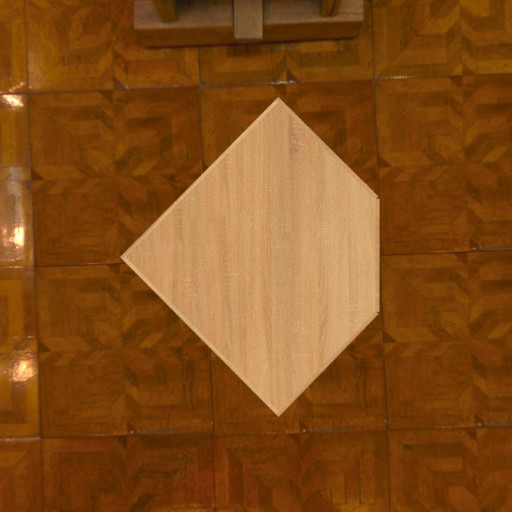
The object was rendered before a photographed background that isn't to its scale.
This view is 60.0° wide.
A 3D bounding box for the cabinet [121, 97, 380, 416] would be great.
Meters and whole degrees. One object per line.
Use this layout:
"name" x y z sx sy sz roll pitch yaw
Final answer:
"cabinet" 0.000 0.000 2.903 1.094 2.120 1.327 0 90 1
